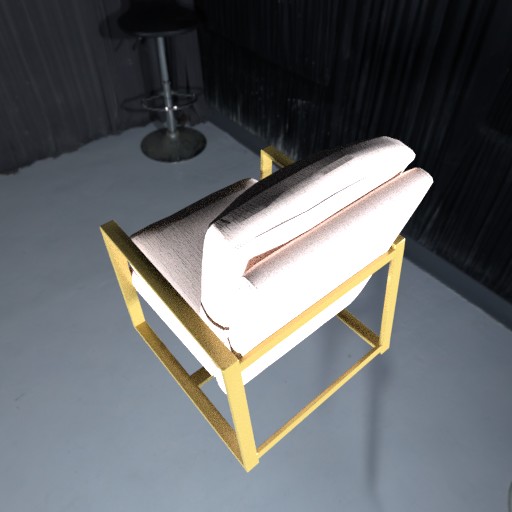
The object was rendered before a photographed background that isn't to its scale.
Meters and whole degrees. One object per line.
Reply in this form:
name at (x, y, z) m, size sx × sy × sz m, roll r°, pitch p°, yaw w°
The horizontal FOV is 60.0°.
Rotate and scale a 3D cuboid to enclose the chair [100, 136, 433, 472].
chair at (0.000, 0.000, 1.530) m, size 0.758 × 0.956 × 0.813 m, roll -31°, pitch 54°, yaw -26°
